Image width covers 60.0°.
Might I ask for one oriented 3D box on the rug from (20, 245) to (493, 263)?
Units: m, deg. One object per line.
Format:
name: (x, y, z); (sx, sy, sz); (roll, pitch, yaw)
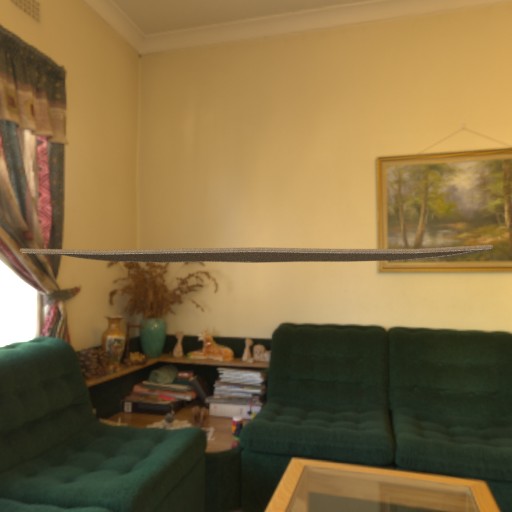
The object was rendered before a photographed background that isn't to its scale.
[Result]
rug: (0.000, 0.000, 3.042); (2.430, 0.053, 1.553); (0, -2, -1)
